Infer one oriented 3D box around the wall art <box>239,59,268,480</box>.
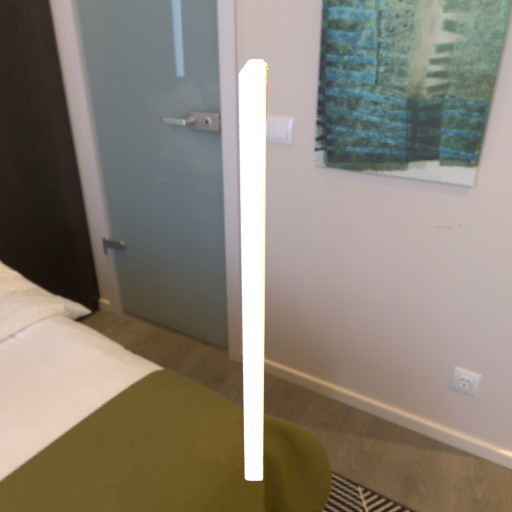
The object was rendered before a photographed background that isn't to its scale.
[{"bbox_3d":[0.000,0.000,1.133,0.048,0.902,0.602,0,26,0],"label":"wall art"}]
